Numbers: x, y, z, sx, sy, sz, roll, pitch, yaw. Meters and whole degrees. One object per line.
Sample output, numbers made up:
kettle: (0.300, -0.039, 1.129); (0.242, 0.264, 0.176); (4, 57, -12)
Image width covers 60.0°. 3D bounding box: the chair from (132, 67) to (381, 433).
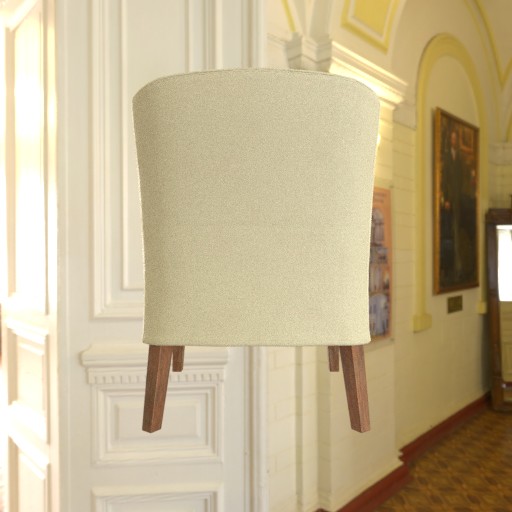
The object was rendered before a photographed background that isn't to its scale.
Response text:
chair: (0.000, 0.000, 1.281); (0.643, 0.822, 0.657); (0, 0, 0)
